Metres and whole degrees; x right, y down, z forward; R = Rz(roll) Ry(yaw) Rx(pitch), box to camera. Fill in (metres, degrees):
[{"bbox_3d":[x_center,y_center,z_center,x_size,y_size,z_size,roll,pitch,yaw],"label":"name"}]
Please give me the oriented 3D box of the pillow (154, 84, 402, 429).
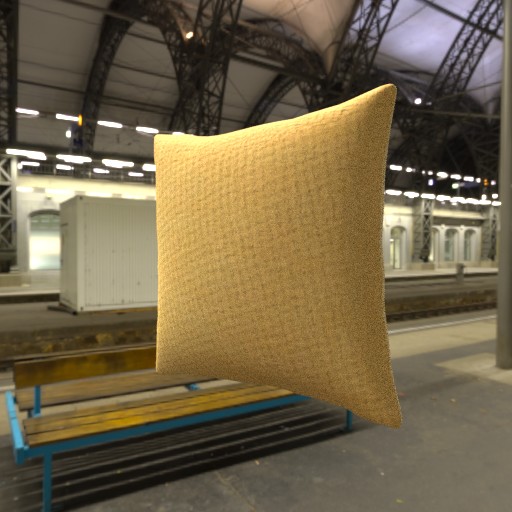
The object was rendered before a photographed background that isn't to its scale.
[{"bbox_3d":[0.000,0.000,0.638,0.419,0.407,0.173,1,1,36],"label":"pillow"}]
